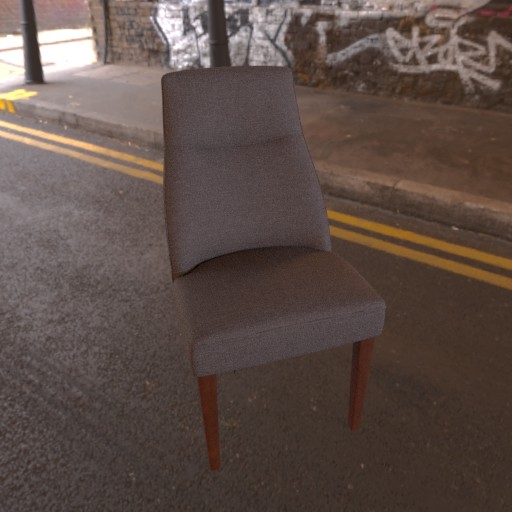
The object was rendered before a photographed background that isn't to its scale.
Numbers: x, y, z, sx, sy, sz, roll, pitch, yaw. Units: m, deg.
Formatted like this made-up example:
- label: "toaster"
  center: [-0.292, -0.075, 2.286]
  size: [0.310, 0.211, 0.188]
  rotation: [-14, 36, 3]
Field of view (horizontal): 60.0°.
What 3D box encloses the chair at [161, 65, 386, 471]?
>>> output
- label: "chair"
  center: [0.000, 0.000, 1.267]
  size: [0.500, 0.930, 0.620]
  rotation: [-9, 33, -15]
